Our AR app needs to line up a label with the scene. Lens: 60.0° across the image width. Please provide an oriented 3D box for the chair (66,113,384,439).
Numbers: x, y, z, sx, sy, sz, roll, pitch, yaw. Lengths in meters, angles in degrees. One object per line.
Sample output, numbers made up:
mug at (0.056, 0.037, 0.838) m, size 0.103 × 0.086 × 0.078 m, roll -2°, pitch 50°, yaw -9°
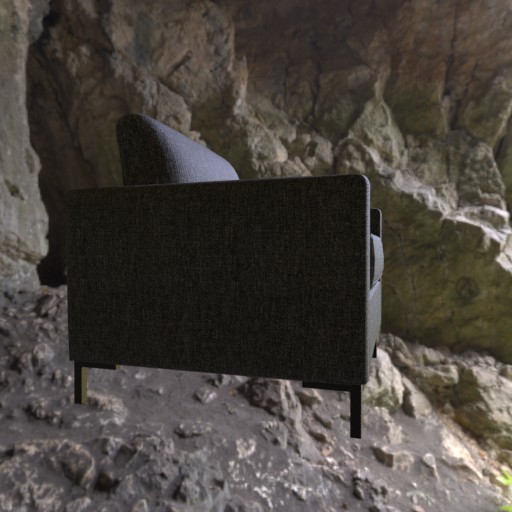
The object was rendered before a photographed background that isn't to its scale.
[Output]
chair at (0.000, 0.000, 1.586) m, size 0.866 × 0.861 × 0.963 m, roll 0°, pitch 0°, yaw 18°
